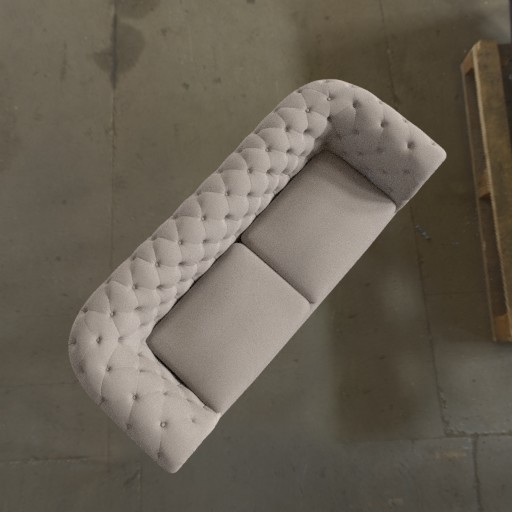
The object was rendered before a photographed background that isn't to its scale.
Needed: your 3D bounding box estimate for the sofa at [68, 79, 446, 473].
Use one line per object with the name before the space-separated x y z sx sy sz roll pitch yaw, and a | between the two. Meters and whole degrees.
sofa | 0.000 0.000 2.777 0.991 0.749 2.411 41 80 9
